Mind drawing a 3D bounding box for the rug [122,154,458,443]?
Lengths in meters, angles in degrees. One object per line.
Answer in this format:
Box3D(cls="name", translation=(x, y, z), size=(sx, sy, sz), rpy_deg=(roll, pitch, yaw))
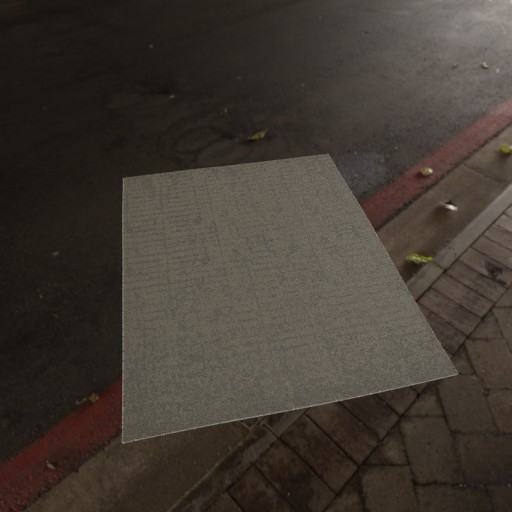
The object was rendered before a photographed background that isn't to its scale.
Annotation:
Box3D(cls="rug", translation=(0.000, 0.000, 4.146), size=(2.447, 0.014, 3.061), rpy_deg=(-8, 46, -8))
